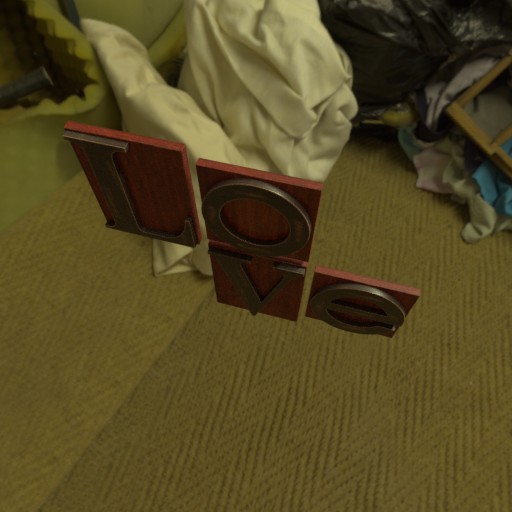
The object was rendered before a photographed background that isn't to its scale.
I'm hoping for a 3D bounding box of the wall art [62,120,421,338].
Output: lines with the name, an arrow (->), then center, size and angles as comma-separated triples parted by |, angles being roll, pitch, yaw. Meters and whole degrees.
wall art -> 0.000, 0.000, 0.868 | 0.635, 0.497, 0.030 | 13, 58, 8
